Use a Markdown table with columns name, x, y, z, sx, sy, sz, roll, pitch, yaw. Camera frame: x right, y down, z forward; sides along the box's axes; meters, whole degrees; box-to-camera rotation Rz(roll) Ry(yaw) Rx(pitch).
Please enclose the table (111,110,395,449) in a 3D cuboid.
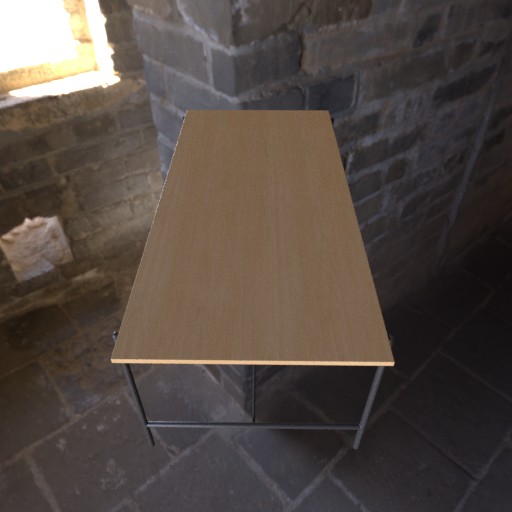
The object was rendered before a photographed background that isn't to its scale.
| name | x | y | z | sx | sy | sz | roll | pitch | yaw |
| --- | --- | --- | --- | --- | --- | --- | --- | --- | --- |
| table | 0.000 | 0.000 | 2.255 | 0.900 | 0.758 | 1.800 | 0 | 42 | 1 |
